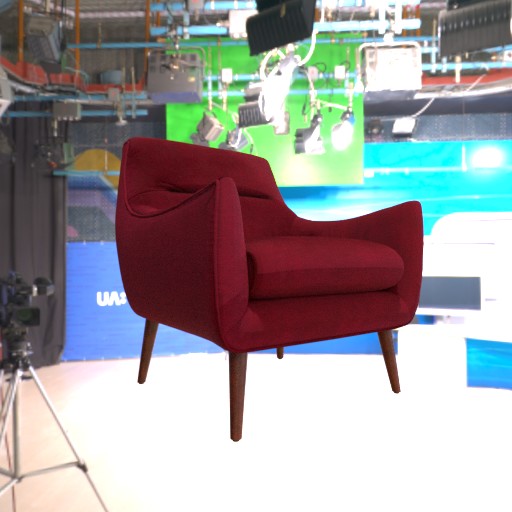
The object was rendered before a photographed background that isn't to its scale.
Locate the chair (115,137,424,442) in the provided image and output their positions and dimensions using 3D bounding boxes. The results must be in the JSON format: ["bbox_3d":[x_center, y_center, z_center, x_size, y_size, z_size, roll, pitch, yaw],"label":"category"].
[{"bbox_3d":[0.000,0.000,1.445,0.762,0.838,0.787,0,0,-36],"label":"chair"}]
